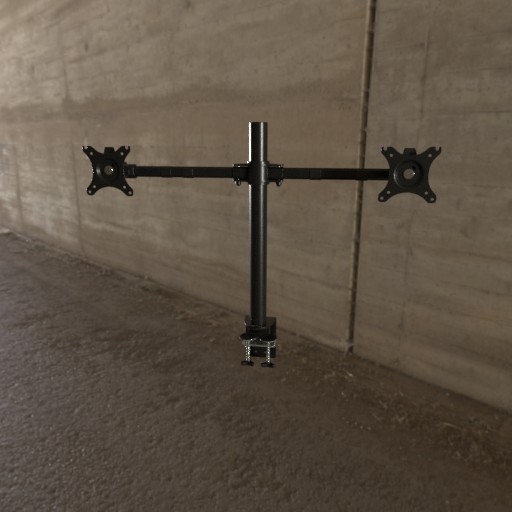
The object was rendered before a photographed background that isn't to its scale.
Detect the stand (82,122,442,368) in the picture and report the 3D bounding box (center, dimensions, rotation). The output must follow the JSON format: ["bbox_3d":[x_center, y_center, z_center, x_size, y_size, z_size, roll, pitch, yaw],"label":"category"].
[{"bbox_3d":[0.000,0.000,1.039,0.743,0.603,0.150,3,15,10],"label":"stand"}]
